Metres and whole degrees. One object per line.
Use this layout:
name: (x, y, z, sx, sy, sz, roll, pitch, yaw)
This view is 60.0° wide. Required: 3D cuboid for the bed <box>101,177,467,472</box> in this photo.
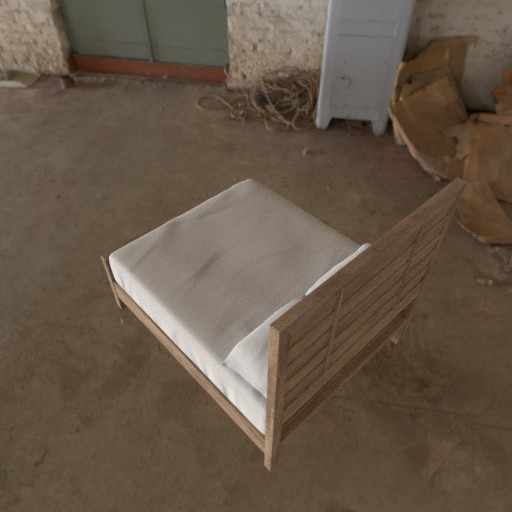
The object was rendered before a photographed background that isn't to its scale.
bed: (0.000, 0.000, 3.380, 1.615, 1.631, 2.017, -34, 54, -29)
